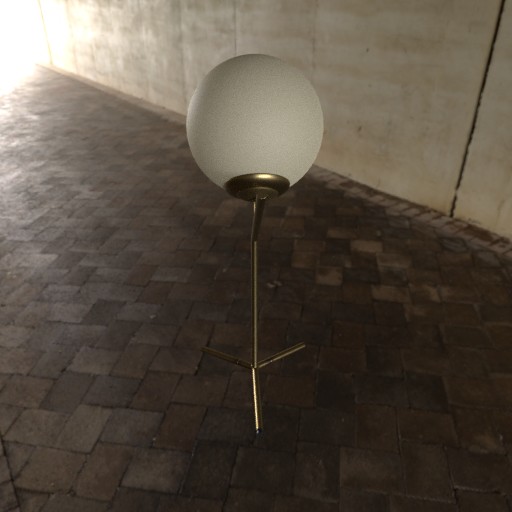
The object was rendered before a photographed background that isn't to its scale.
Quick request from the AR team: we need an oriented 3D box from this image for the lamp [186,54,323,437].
[{"bbox_3d":[0.000,0.000,0.670,0.210,0.552,0.251,-1,30,-3],"label":"lamp"}]
